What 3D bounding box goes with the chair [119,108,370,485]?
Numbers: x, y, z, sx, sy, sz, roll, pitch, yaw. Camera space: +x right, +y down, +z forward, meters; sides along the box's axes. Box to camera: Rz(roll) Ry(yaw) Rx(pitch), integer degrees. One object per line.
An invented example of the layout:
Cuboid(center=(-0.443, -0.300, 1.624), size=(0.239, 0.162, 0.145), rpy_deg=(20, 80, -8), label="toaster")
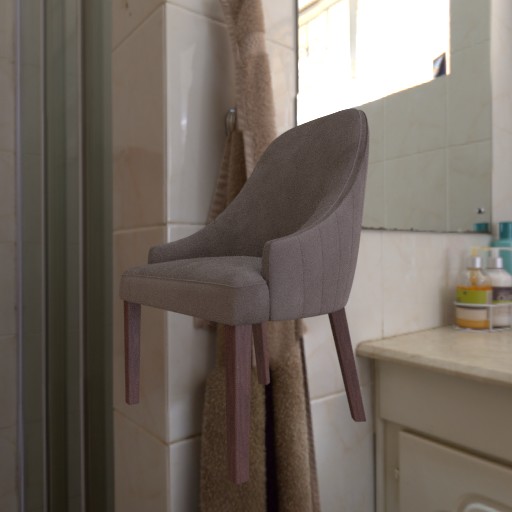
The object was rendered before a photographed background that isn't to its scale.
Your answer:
Cuboid(center=(0.000, 0.000, 1.260), size=(0.575, 0.889, 0.643), rpy_deg=(0, 0, -36), label="chair")
